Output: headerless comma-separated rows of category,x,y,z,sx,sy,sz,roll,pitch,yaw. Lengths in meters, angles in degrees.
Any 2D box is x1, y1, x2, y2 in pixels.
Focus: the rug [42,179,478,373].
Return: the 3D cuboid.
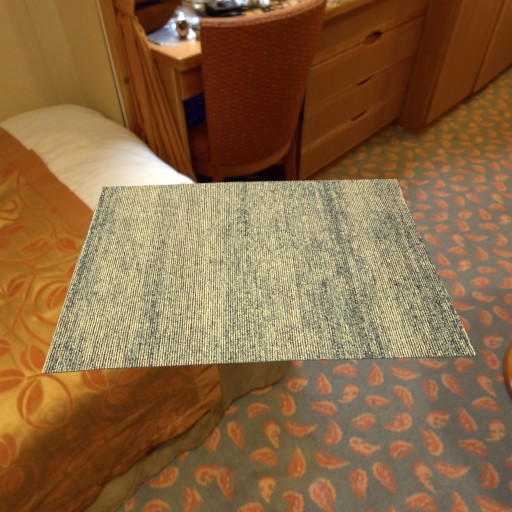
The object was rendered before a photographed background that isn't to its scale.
rug,0.000,0.000,2.941,2.349,0.030,1.624,-2,46,-2
